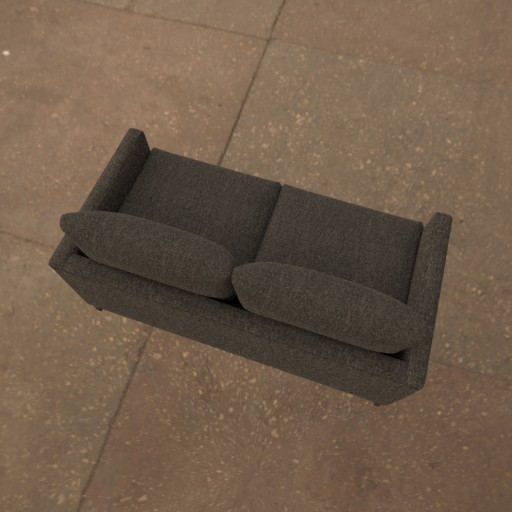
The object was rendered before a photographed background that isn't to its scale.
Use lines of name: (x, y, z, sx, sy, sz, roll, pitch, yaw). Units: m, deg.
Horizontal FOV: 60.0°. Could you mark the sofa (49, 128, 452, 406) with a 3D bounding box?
sofa: (0.000, 0.000, 2.208, 1.716, 0.862, 0.866, 17, 65, 8)
